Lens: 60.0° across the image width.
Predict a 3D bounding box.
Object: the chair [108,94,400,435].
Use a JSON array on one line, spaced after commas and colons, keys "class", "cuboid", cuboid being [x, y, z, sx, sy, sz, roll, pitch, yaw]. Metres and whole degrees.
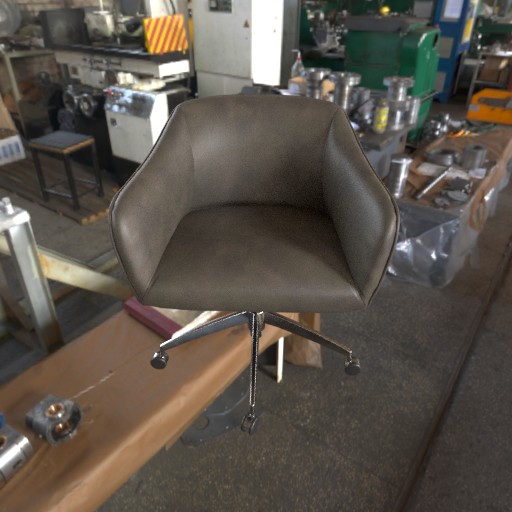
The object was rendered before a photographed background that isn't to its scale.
[{"class": "chair", "cuboid": [0.000, 0.000, 1.362, 0.713, 0.827, 0.689, 1, 32, 2]}]
